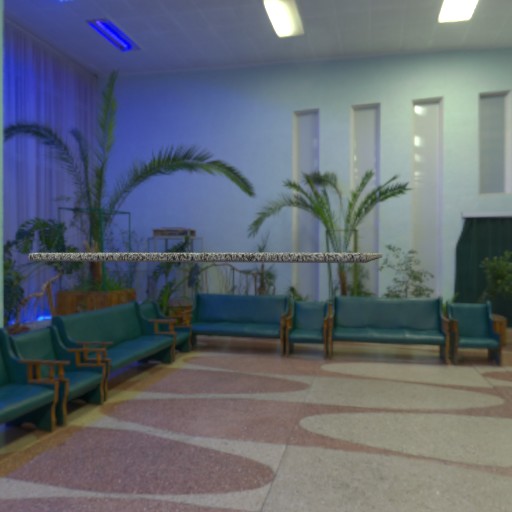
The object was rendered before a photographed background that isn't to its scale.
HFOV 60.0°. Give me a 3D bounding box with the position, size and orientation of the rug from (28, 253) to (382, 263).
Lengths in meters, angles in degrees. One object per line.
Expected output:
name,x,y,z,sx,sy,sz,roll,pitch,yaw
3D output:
rug,0.000,0.000,2.295,1.219,0.030,1.778,0,0,17
